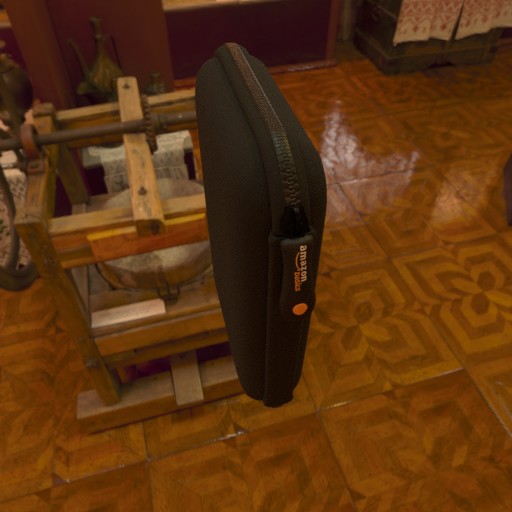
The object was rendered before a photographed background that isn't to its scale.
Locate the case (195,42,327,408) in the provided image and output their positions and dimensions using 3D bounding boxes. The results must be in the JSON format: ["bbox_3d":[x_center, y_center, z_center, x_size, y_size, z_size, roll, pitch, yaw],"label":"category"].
[{"bbox_3d":[0.000,0.000,0.188,0.030,0.147,0.107,-10,48,-10],"label":"case"}]
